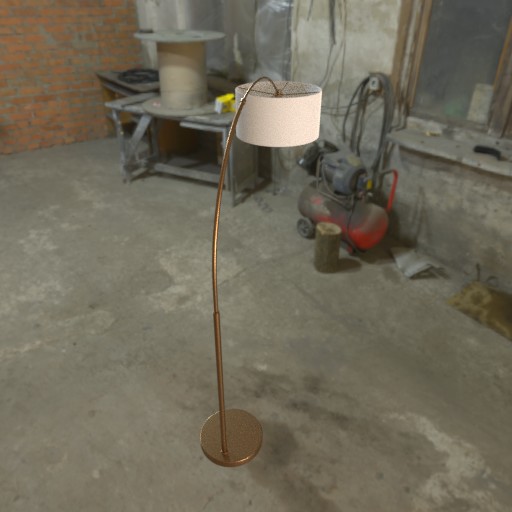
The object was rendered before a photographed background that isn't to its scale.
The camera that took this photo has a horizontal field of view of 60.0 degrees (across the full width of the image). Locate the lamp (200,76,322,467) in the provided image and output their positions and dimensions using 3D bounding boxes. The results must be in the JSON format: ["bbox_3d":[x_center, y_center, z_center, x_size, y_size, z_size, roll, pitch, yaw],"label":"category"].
[{"bbox_3d":[0.000,0.000,2.578,0.493,1.927,1.434,8,32,14],"label":"lamp"}]
